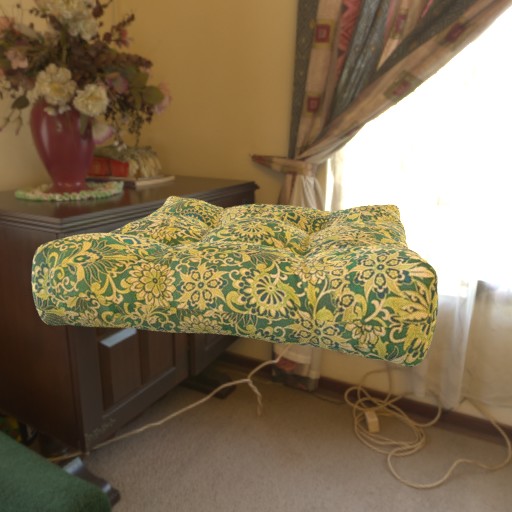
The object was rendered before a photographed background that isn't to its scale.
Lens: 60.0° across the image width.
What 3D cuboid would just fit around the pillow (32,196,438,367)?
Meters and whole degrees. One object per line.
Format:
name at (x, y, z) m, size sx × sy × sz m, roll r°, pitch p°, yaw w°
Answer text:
pillow at (0.000, 0.000, 0.711) m, size 0.490 × 0.128 × 0.468 m, roll 3°, pitch 16°, yaw 11°
